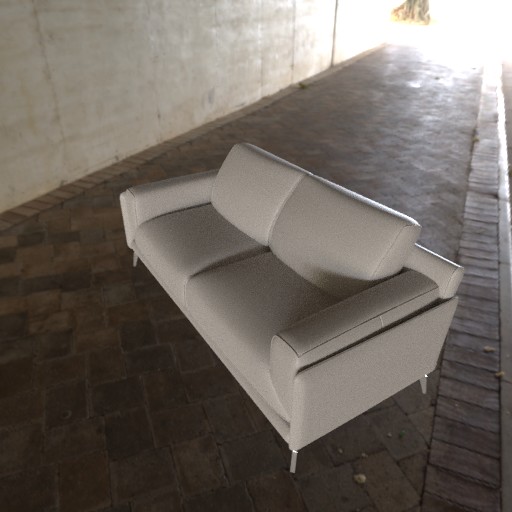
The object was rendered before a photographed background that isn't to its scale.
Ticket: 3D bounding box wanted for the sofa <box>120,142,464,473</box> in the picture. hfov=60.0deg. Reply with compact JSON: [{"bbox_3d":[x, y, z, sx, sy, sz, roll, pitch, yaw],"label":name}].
[{"bbox_3d":[0.000,0.000,2.634,1.049,0.930,2.101,-18,35,-28],"label":"sofa"}]
